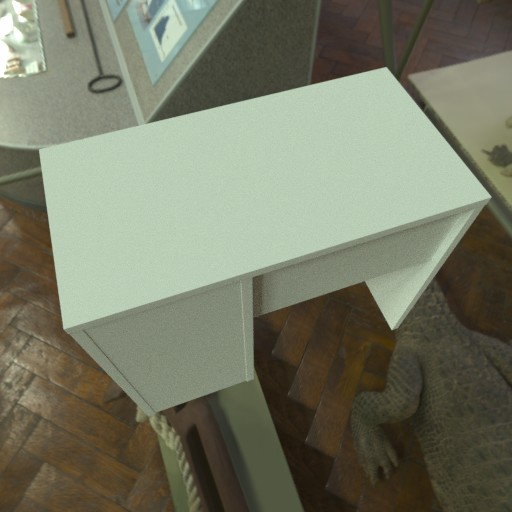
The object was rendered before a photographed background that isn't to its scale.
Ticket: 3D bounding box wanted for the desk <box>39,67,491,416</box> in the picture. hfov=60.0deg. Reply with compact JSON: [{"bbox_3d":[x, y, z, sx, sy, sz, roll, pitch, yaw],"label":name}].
[{"bbox_3d":[0.000,0.000,1.297,0.898,0.730,0.482,-17,60,-10],"label":"desk"}]
